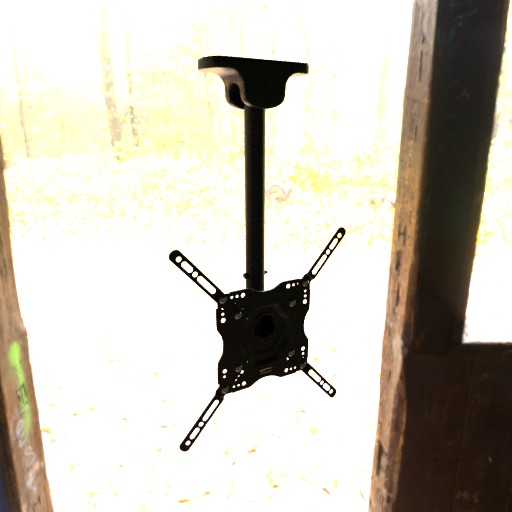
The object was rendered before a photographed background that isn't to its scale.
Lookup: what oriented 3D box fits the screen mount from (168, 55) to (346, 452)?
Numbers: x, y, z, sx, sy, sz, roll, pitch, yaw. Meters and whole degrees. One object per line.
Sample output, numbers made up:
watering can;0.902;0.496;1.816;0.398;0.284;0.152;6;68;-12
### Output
screen mount;0.000;0.000;0.898;0.393;0.729;0.090;-9;18;-29
